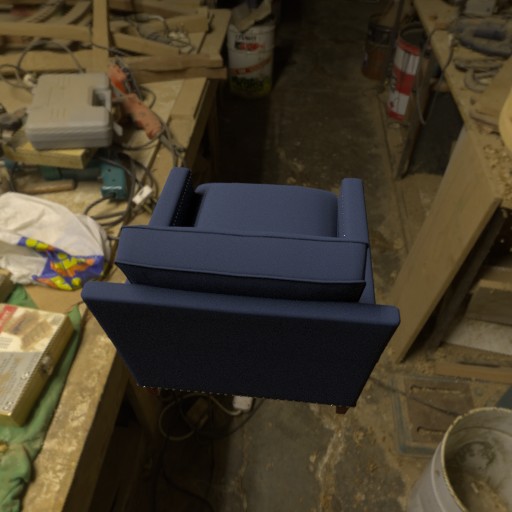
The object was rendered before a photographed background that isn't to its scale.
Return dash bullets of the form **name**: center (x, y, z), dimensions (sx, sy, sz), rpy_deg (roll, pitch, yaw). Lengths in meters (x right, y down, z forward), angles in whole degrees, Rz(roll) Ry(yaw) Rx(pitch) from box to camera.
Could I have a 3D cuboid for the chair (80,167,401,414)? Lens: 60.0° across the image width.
- **chair**: center (0.000, 0.000, 1.730), dimensions (0.853, 0.943, 1.014), rpy_deg (4, 47, 4)
